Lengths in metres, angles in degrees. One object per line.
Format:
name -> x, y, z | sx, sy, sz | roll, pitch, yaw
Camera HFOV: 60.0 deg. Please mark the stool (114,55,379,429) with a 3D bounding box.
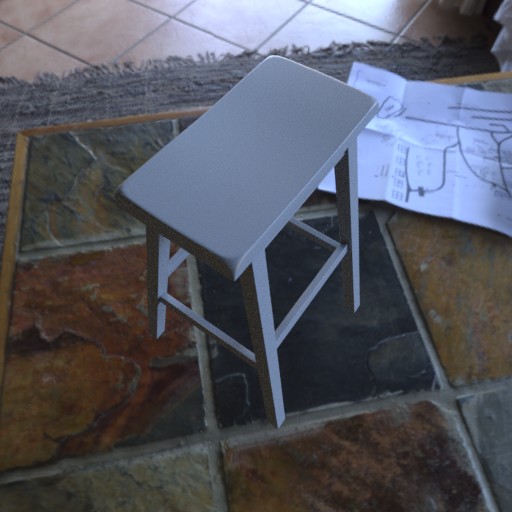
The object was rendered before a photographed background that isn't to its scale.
stool -> 0.000, 0.000, 1.060 | 0.476, 0.737, 0.457 | 31, 63, 18
